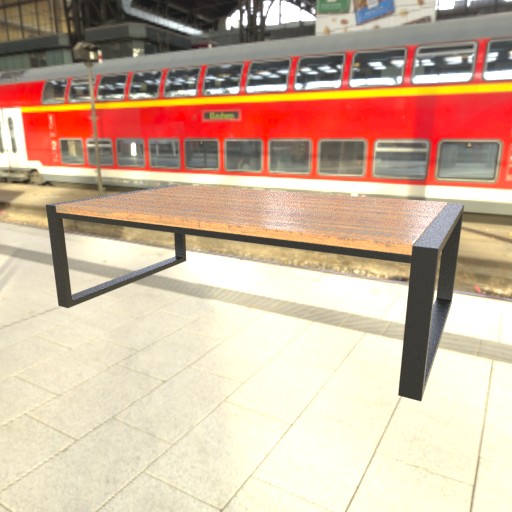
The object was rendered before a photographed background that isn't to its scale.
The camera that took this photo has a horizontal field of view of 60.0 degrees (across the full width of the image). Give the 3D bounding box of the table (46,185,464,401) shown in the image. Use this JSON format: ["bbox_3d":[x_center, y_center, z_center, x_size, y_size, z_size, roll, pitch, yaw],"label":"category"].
[{"bbox_3d":[0.000,0.000,1.687,1.350,0.400,0.750,8,17,27],"label":"table"}]
